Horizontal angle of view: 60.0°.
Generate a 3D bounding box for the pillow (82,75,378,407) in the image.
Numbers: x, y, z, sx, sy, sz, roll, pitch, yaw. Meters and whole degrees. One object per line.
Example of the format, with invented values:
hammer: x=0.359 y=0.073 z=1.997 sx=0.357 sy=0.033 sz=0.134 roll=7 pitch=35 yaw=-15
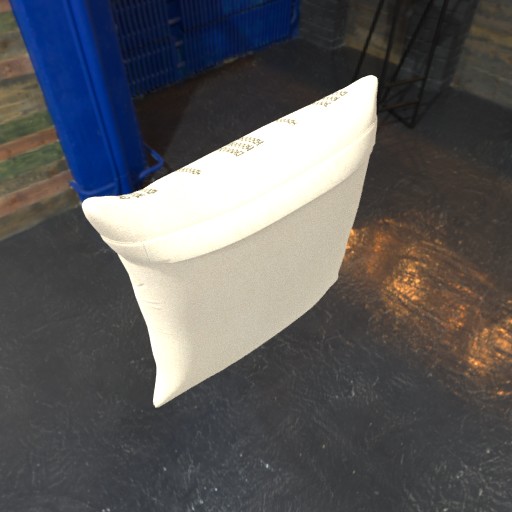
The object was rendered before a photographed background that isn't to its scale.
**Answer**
pillow: x=0.000 y=0.000 z=0.626 sx=0.405 sy=0.406 sz=0.173 roll=-31 pitch=54 yaw=-26
